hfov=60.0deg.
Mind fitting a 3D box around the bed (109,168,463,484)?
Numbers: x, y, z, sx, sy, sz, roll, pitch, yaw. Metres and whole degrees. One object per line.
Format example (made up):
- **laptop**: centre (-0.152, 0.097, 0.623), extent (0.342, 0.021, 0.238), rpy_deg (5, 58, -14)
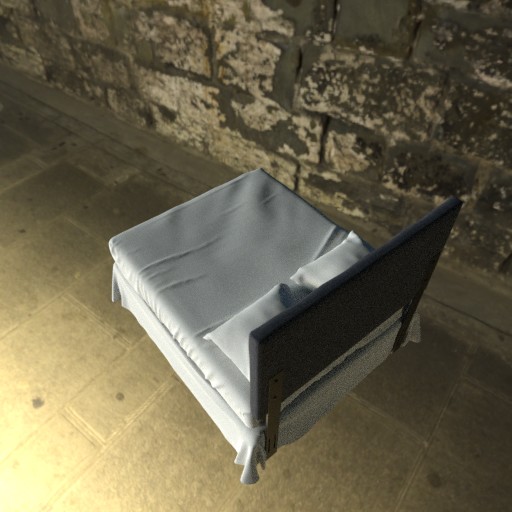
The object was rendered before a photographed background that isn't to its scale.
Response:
- **bed**: centre (0.000, 0.000, 3.465), extent (1.936, 1.577, 2.222), rpy_deg (-30, 53, -26)
